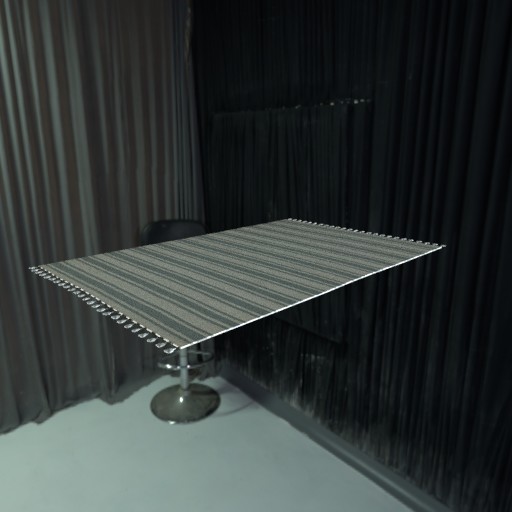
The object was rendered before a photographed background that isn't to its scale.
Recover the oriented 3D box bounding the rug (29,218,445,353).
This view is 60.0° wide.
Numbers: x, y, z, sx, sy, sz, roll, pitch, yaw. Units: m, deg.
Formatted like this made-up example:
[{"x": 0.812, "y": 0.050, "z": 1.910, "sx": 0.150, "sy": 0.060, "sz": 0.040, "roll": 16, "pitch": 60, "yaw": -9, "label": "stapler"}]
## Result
[{"x": 0.000, "y": 0.000, "z": 2.991, "sx": 2.410, "sy": 0.011, "sz": 1.539, "roll": -14, "pitch": 21, "yaw": -42, "label": "rug"}]
